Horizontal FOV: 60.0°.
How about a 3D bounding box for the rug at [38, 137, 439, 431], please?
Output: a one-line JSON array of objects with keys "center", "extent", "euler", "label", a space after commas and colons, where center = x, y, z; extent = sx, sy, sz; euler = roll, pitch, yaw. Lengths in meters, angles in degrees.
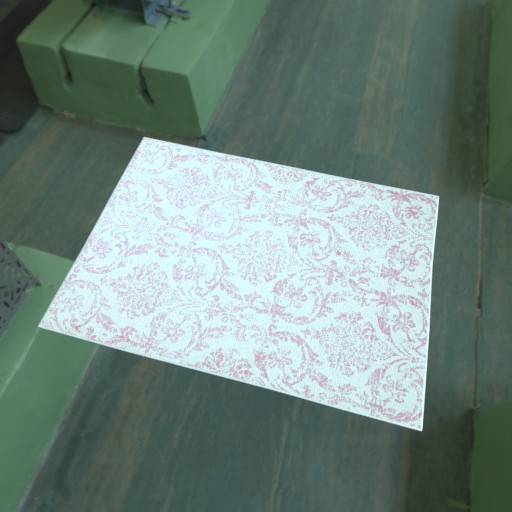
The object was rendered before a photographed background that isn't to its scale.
[{"center": [0.000, 0.000, 2.828], "extent": [2.202, 0.014, 1.598], "euler": [13, 60, 8], "label": "rug"}]
